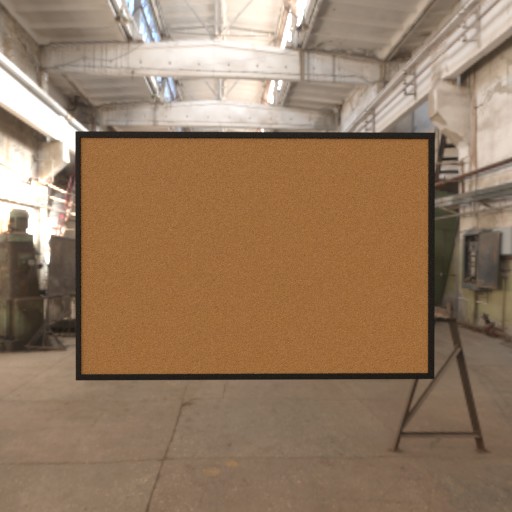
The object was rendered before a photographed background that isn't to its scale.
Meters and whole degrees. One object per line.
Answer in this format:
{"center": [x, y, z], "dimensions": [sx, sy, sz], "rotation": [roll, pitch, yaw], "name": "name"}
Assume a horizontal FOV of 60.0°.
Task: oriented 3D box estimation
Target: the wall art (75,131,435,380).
{"center": [0.000, 0.000, 0.826], "dimensions": [0.664, 0.458, 0.013], "rotation": [0, 0, -1], "name": "wall art"}
